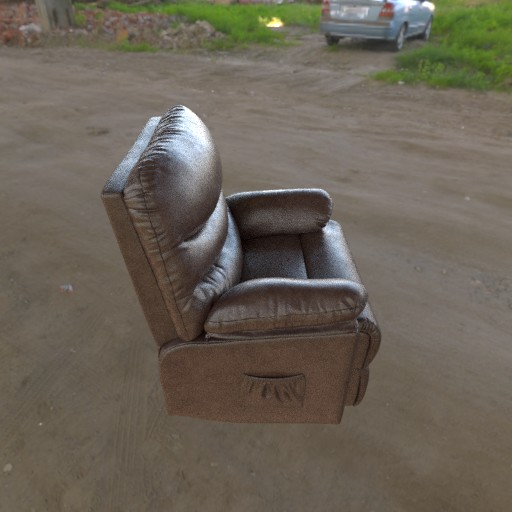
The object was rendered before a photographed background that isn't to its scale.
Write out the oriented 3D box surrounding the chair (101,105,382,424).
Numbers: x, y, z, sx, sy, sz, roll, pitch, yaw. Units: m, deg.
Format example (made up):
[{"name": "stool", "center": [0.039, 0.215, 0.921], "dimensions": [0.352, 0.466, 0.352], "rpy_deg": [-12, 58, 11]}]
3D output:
[{"name": "chair", "center": [0.000, 0.000, 1.781], "dimensions": [0.879, 1.041, 0.940], "rpy_deg": [0, 32, -1]}]
